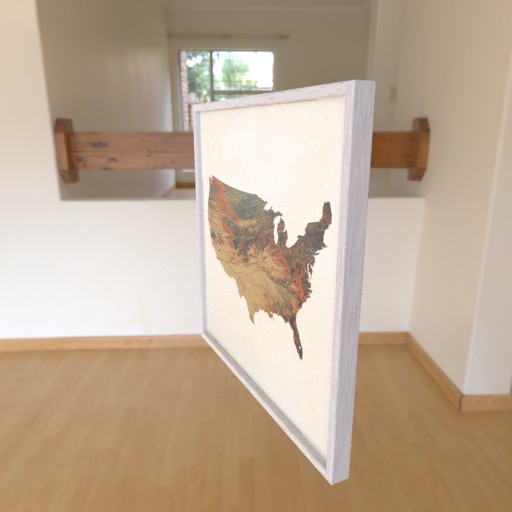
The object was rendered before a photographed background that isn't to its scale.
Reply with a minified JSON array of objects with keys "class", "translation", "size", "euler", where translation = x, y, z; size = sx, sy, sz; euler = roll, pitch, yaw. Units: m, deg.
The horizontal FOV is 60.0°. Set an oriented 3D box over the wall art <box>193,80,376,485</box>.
[{"class":"wall art","translation":[0.000,0.000,1.898],"size":[0.078,1.288,1.287],"euler":[-8,18,-26]}]
